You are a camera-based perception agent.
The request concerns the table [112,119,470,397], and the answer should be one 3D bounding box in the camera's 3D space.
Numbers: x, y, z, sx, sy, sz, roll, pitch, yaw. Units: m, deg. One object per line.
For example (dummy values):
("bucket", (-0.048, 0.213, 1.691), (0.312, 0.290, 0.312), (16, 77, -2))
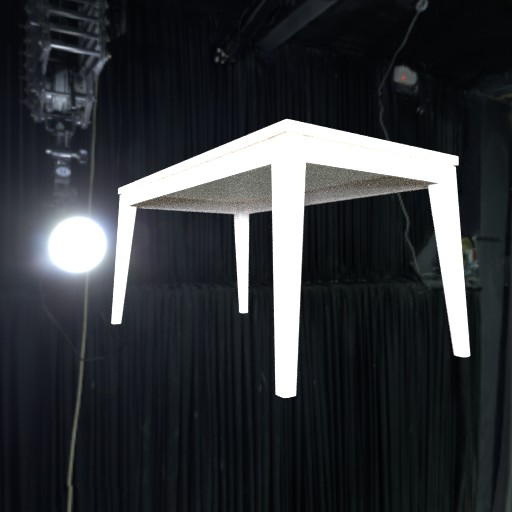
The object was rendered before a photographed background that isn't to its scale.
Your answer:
("table", (0.000, 0.000, 2.099), (0.900, 0.760, 1.600), (0, 0, -34))
